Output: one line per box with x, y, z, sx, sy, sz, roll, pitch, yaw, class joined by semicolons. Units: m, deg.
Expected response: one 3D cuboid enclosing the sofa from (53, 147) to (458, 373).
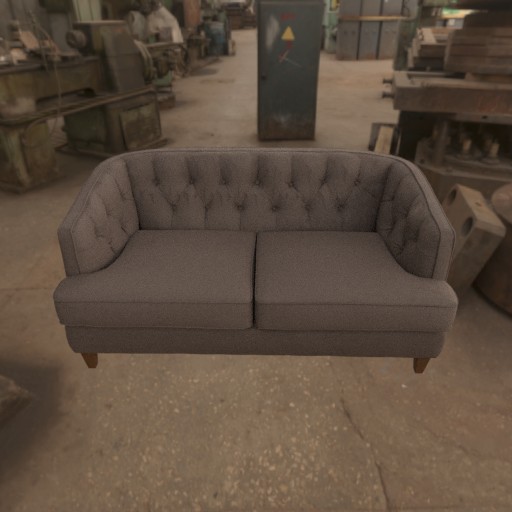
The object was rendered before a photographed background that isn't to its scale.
0.000;0.000;2.246;1.733;0.855;0.941;1;30;1;sofa
